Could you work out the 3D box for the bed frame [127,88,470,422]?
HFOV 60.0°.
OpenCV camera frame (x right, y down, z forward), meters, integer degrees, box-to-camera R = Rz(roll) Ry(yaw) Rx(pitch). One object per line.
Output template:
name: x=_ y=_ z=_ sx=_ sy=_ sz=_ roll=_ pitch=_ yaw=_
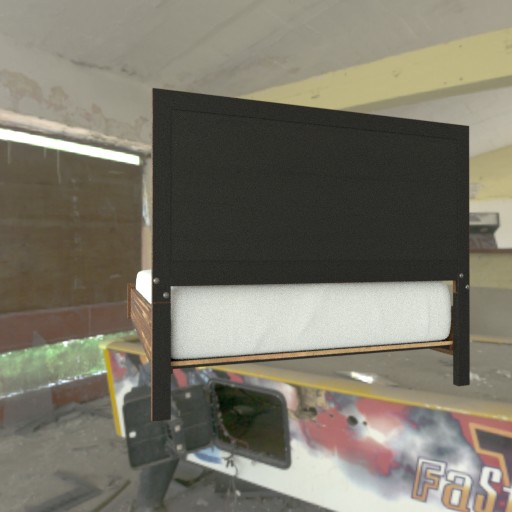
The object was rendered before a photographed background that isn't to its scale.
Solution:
bed frame: x=0.000 y=0.000 z=3.223 sx=1.696 sy=1.417 sz=2.276 roll=0 pitch=0 yaw=-19
